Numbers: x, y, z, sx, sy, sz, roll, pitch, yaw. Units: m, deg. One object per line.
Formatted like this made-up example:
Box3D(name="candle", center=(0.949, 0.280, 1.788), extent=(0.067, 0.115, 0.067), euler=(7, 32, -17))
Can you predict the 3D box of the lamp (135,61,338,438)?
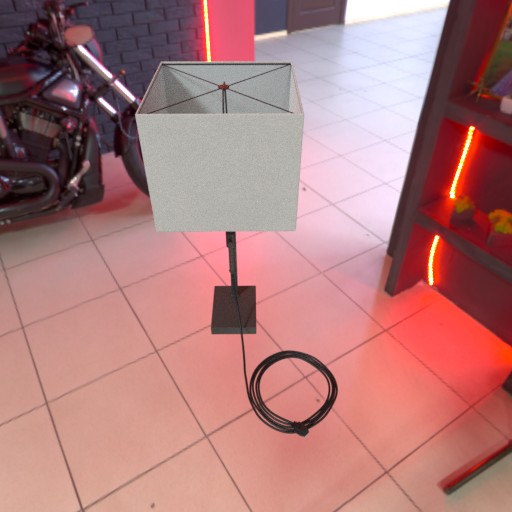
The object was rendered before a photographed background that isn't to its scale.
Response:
Box3D(name="lamp", center=(0.000, 0.000, 0.965), extent=(0.399, 0.660, 0.504), euler=(0, 40, 0))
